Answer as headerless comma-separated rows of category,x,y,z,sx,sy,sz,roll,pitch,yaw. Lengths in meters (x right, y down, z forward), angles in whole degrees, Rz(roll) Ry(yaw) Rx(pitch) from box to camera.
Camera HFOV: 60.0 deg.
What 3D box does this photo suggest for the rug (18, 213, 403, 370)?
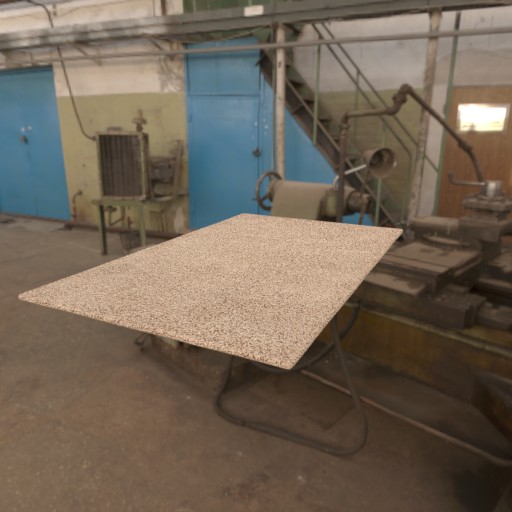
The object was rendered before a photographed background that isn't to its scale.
rug,0.000,0.000,2.990,1.524,0.030,2.438,8,19,26
